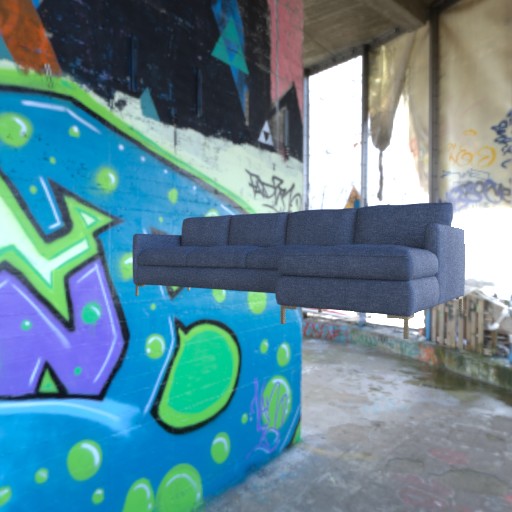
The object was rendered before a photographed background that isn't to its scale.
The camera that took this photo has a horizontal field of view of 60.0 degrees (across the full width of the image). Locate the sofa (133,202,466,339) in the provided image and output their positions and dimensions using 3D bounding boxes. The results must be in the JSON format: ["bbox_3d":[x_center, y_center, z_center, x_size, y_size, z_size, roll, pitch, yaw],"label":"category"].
[{"bbox_3d":[0.000,0.000,3.598,2.932,0.810,1.350,1,1,37],"label":"sofa"}]
